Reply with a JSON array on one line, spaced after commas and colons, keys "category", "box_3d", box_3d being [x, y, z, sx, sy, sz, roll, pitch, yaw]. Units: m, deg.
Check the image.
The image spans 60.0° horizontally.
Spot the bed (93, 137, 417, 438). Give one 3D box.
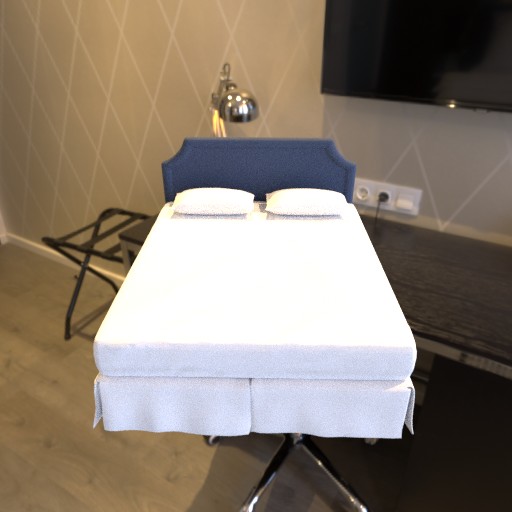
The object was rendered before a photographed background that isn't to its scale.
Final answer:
[{"category": "bed", "box_3d": [0.000, 0.000, 4.056, 2.350, 1.488, 2.773, 1, 29, 1]}]
